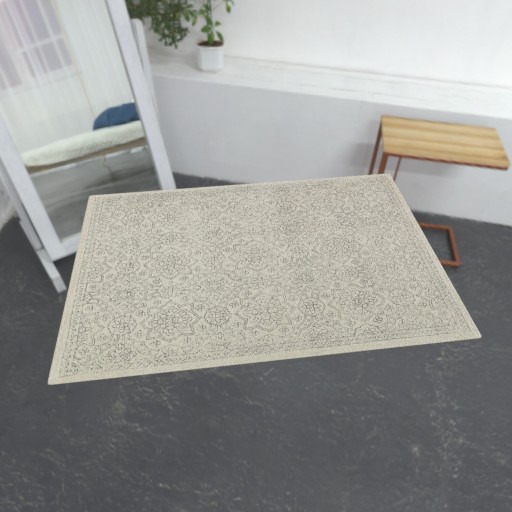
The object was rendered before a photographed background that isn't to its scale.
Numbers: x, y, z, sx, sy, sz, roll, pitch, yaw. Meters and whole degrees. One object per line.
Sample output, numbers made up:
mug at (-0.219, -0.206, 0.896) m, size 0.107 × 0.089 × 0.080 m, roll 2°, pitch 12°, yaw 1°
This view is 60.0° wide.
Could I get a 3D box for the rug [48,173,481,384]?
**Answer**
rug at (0.000, 0.000, 2.834) m, size 2.286 × 0.011 × 1.524 m, roll -5°, pitch 46°, yaw -5°
